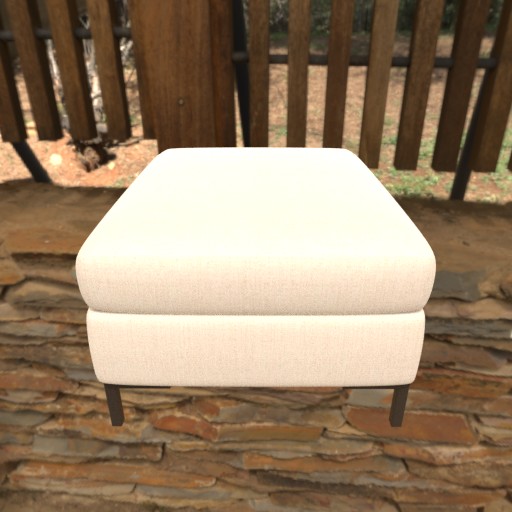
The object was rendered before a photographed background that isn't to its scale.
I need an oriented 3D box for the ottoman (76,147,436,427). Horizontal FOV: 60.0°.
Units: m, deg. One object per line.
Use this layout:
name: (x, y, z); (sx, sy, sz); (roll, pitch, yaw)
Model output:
ottoman: (0.000, 0.000, 1.180); (0.657, 0.453, 0.794); (0, 26, 0)
